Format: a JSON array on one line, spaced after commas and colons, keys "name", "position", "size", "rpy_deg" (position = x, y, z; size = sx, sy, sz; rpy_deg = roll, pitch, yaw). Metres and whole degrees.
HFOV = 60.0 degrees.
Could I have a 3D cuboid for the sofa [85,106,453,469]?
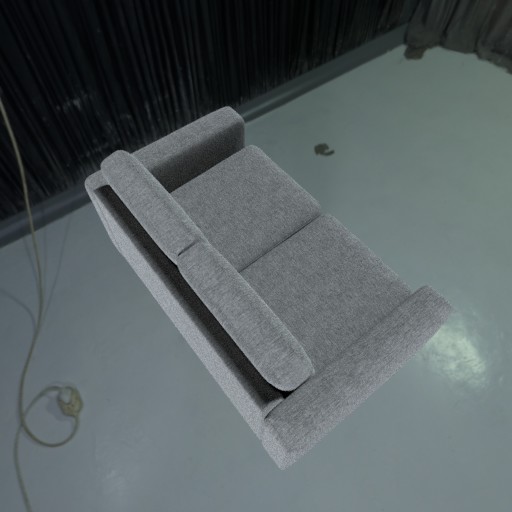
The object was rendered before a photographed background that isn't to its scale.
[{"name": "sofa", "position": [0.000, 0.000, 2.039], "size": [0.900, 0.800, 1.520], "rpy_deg": [-34, 64, -19]}]
